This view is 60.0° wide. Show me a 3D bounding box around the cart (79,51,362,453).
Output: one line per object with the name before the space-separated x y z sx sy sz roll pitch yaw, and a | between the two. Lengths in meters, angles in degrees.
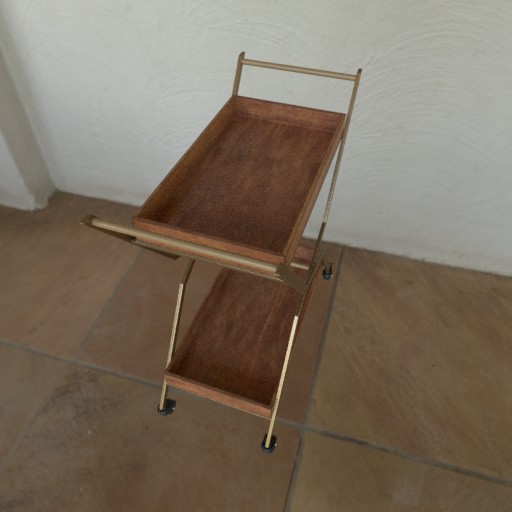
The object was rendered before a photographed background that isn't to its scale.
cart | 0.000 0.000 1.331 0.405 0.869 0.836 14 48 13
